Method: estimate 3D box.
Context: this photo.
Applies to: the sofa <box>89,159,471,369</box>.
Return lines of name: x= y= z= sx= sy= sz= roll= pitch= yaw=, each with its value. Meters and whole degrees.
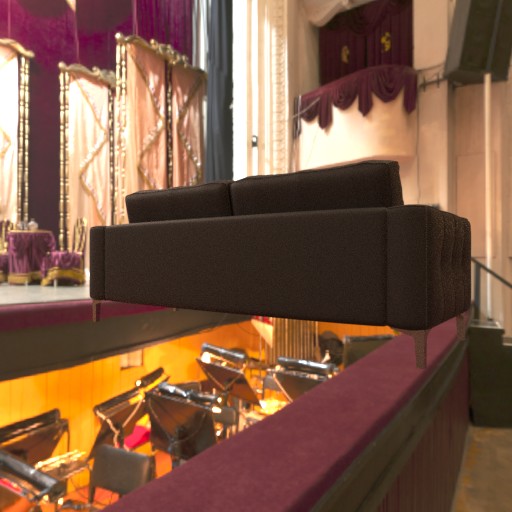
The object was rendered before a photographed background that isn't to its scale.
sofa: x=0.000 y=0.000 z=2.695 sx=2.275 sy=0.893 sz=0.833 roll=0 pitch=0 yaw=36
